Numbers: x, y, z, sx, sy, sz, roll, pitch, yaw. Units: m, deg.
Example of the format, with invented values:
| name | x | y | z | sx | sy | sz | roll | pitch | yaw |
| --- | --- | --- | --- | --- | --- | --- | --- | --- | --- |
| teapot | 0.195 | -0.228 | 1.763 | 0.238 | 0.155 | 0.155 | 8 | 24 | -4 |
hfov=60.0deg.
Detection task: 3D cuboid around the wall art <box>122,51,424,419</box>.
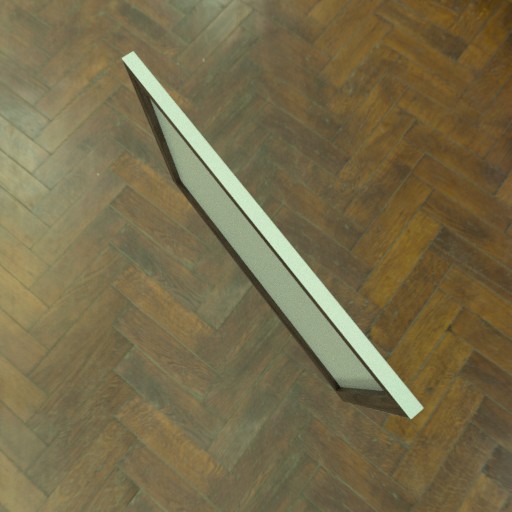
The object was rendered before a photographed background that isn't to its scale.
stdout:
| name | x | y | z | sx | sy | sz | roll | pitch | yaw |
| --- | --- | --- | --- | --- | --- | --- | --- | --- | --- |
| wall art | 0.000 | 0.000 | 1.910 | 0.051 | 1.016 | 1.520 | -36 | 78 | -9 |
